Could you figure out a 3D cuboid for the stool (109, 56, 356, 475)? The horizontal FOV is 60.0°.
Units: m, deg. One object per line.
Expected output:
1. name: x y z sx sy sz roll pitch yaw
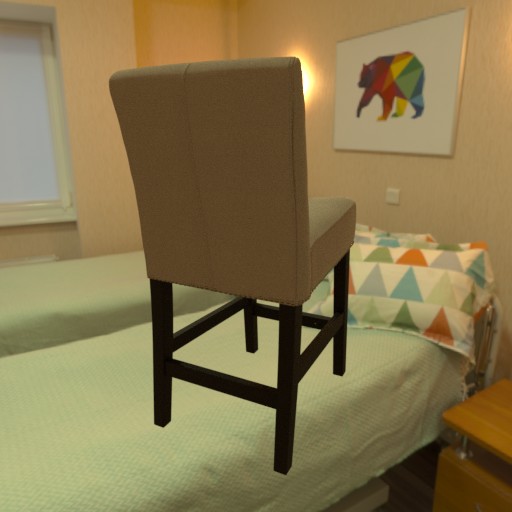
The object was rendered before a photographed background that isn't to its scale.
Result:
1. stool: 0.000 0.000 1.170 0.427 0.885 0.571 8 18 27
